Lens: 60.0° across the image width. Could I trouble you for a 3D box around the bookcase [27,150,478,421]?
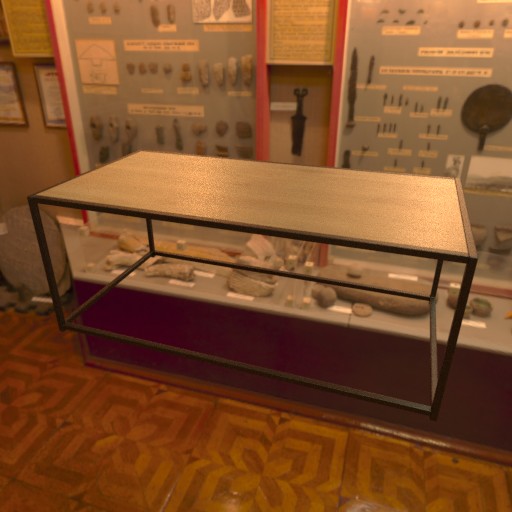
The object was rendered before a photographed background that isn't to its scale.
[{"bbox_3d":[0.000,0.000,1.224,1.000,0.400,0.500,9,28,17],"label":"bookcase"}]
